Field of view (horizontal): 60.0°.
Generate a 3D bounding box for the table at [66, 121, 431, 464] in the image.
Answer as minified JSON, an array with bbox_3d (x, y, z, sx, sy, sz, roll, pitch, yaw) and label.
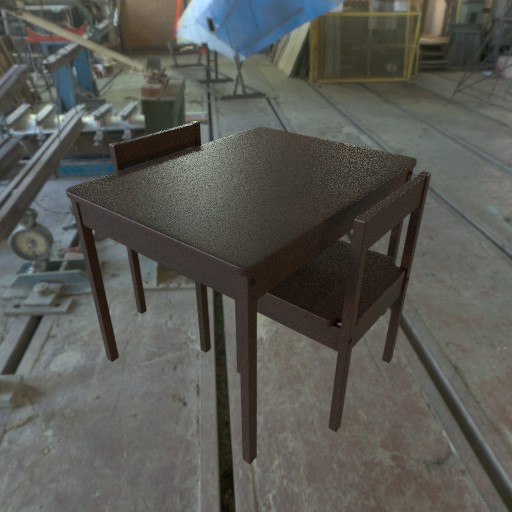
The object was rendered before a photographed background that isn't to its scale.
[{"bbox_3d":[0.000,0.000,1.096,0.672,0.503,0.650,22,37,33],"label":"table"}]
